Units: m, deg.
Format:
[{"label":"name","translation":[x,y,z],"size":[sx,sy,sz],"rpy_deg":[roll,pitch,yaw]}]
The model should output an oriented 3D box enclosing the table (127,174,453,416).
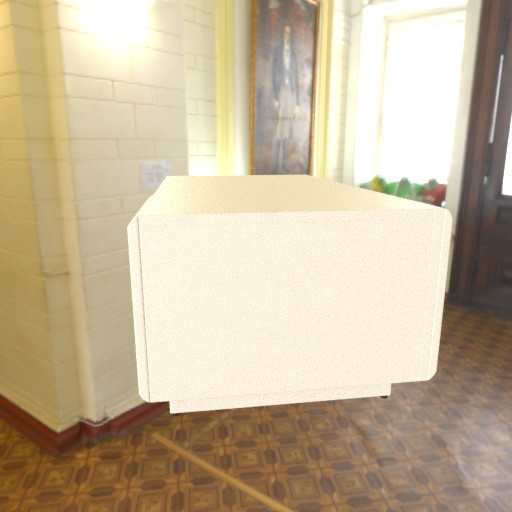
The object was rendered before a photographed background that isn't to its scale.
[{"label":"table","translation":[0.000,0.000,1.419],"size":[0.639,0.442,1.097],"rpy_deg":[-2,14,-8]}]
